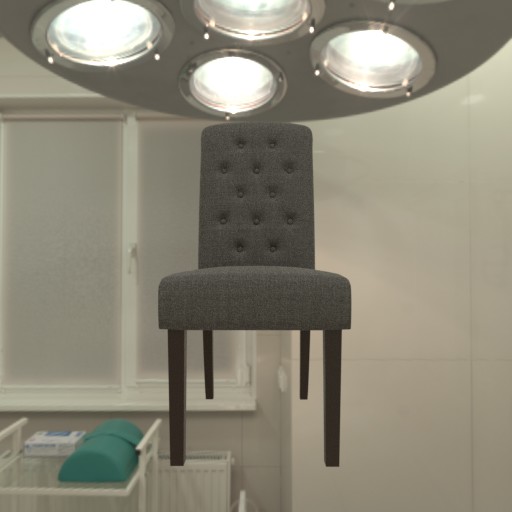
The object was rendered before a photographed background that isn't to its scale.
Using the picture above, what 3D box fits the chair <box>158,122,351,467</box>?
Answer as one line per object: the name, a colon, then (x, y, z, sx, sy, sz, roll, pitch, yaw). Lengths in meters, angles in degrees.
chair: (0.000, 0.000, 1.377, 0.456, 1.006, 0.671, 0, -1, 1)
